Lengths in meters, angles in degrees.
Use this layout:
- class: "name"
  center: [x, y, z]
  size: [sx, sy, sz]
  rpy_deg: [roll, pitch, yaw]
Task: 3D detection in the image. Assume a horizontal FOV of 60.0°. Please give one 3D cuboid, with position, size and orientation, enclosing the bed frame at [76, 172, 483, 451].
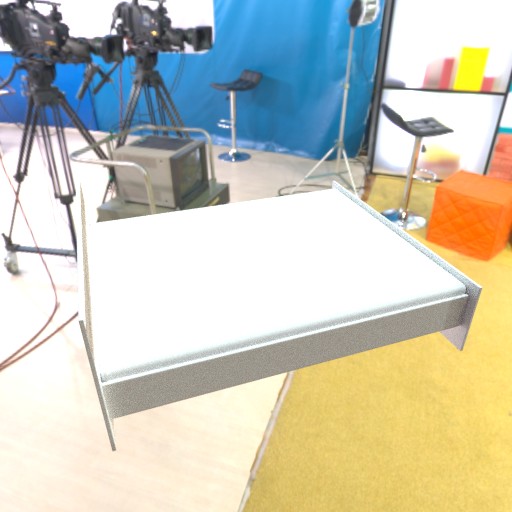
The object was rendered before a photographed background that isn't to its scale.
- class: "bed frame"
  center: [0.000, 0.000, 2.898]
  size: [2.060, 0.800, 1.720]
  rpy_deg: [-10, 32, -17]
